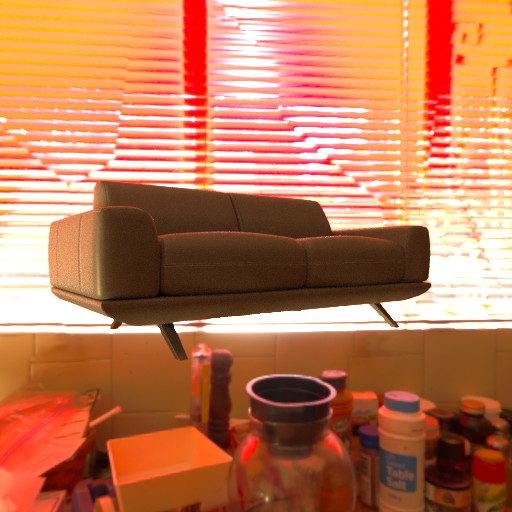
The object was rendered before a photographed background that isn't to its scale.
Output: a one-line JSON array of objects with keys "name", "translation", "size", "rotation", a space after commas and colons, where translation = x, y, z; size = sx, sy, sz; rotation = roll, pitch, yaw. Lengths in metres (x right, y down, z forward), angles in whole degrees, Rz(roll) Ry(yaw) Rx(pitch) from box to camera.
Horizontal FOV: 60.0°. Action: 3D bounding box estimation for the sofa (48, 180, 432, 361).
[{"name": "sofa", "translation": [0.000, 0.000, 2.368], "size": [1.901, 0.772, 0.900], "rotation": [0, 0, -35]}]
